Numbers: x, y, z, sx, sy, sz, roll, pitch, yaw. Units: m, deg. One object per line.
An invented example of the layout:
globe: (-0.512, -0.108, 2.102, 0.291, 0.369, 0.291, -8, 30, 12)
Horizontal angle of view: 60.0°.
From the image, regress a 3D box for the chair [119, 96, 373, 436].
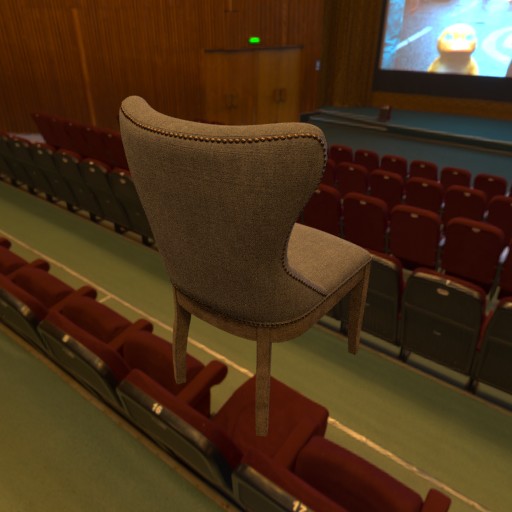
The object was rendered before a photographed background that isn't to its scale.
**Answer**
chair: (0.000, 0.000, 1.462, 0.654, 1.002, 0.681, 21, 35, 32)
